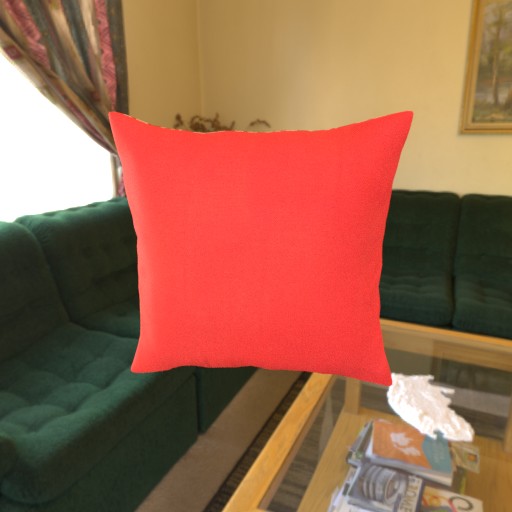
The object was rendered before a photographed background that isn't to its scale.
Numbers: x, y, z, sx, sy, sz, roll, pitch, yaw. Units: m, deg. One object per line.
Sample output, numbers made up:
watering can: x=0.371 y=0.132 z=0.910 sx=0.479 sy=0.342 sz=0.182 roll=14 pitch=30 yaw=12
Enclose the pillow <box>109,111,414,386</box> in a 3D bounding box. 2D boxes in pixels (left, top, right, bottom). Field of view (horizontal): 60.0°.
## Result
pillow: x=0.000 y=0.000 z=0.811 sx=0.522 sy=0.507 sz=0.192 roll=2 pitch=15 yaw=7
